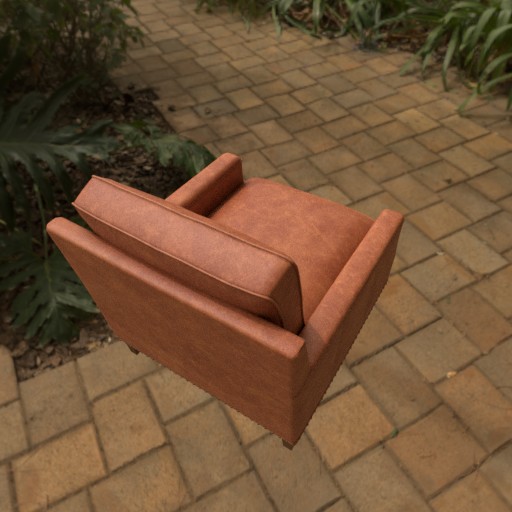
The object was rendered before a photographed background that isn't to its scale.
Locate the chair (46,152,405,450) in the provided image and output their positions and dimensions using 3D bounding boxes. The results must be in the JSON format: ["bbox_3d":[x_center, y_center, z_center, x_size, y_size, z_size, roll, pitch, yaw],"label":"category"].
[{"bbox_3d":[0.000,0.000,1.681,0.853,0.943,1.014,24,50,22],"label":"chair"}]
